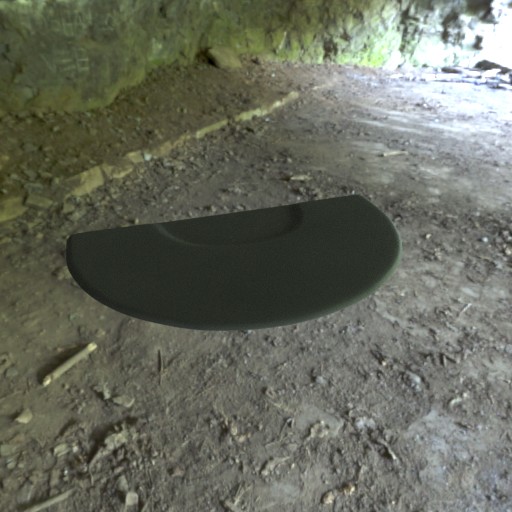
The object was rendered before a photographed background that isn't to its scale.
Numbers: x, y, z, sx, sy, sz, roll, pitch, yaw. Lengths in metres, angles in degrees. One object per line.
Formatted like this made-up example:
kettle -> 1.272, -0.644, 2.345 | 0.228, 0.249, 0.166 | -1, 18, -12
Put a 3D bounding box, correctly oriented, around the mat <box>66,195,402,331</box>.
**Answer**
mat -> 0.000, 0.000, 1.867 | 1.525, 0.022, 0.917 | -10, 32, -16
